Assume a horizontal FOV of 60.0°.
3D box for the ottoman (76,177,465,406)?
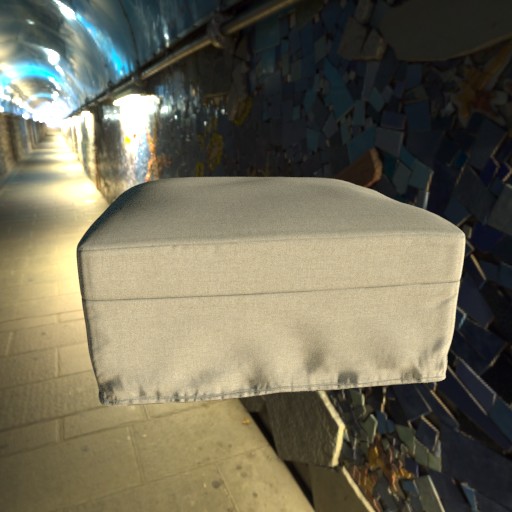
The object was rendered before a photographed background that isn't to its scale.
[{"bbox_3d":[0.000,0.000,1.335,0.840,0.436,0.843,-2,17,-8],"label":"ottoman"}]
